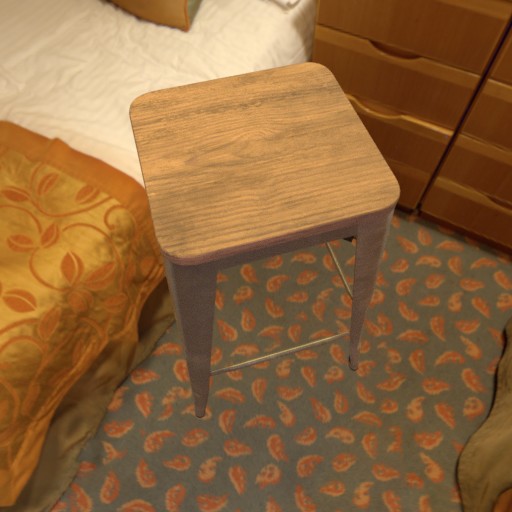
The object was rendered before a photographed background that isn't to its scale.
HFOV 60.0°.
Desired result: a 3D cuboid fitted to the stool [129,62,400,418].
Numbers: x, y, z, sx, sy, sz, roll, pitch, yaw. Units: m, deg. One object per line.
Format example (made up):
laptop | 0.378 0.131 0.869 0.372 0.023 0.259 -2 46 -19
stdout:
stool | 0.000 0.000 0.886 0.407 0.607 0.407 -14 60 -9
